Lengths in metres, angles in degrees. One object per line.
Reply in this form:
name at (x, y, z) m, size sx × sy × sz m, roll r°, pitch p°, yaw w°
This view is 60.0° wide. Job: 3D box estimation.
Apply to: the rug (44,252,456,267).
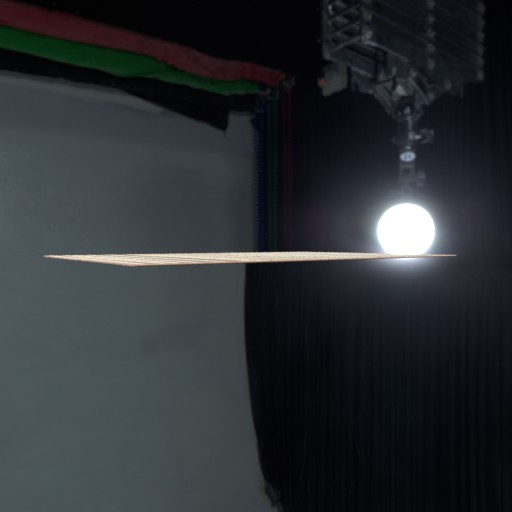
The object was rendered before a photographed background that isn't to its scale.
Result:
rug at (0.000, 0.000, 2.349) m, size 1.829 × 0.008 × 1.219 m, roll -1°, pitch 2°, yaw -37°
